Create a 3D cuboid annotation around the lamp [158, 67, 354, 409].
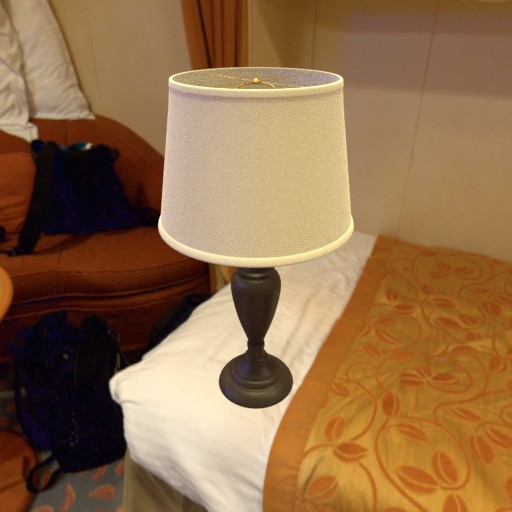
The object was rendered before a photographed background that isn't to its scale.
[{"bbox_3d":[0.000,0.000,0.809,0.335,0.611,0.335,0,29,0],"label":"lamp"}]
